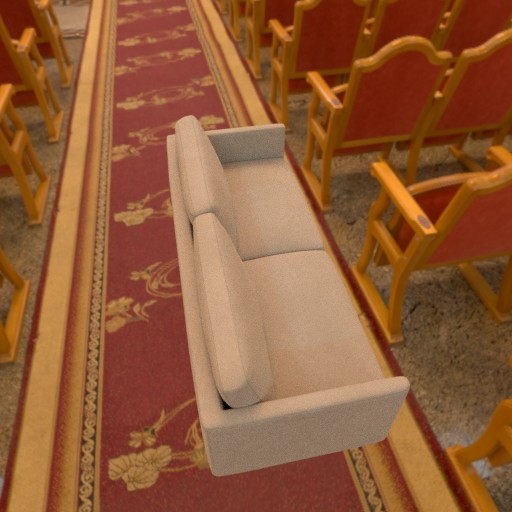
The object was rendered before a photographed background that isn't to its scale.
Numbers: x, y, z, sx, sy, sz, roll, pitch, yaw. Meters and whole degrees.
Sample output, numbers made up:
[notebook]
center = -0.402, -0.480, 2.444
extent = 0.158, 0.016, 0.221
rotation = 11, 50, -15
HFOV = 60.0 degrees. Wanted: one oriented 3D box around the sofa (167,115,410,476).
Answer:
[sofa]
center = 0.000, 0.000, 2.894
extent = 0.988, 0.912, 2.404
rotation = -8, 47, -8
